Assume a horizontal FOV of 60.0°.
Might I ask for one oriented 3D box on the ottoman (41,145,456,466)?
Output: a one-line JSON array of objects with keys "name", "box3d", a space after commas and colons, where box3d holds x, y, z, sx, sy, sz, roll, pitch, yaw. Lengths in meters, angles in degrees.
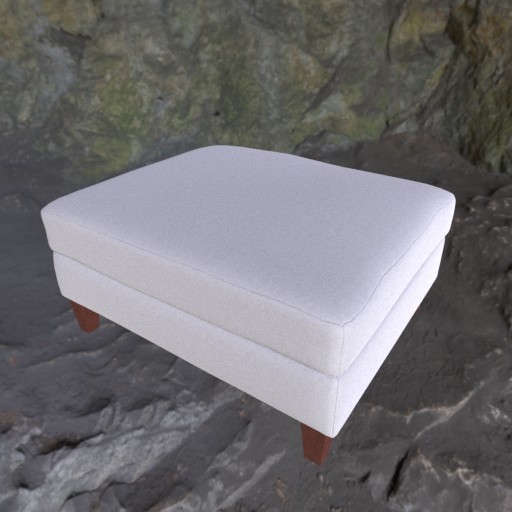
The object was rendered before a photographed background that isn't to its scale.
[{"name": "ottoman", "box3d": [0.000, 0.000, 1.414, 0.976, 0.492, 0.836, 19, 34, 30]}]
